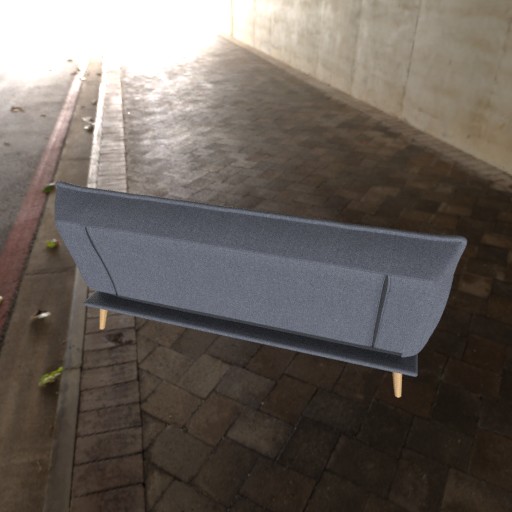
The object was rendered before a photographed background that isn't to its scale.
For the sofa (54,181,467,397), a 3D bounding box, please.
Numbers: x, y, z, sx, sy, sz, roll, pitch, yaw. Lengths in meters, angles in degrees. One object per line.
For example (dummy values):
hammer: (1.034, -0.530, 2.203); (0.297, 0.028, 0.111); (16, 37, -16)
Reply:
sofa: (0.000, 0.000, 2.462); (1.940, 0.890, 0.950); (9, 33, 15)
